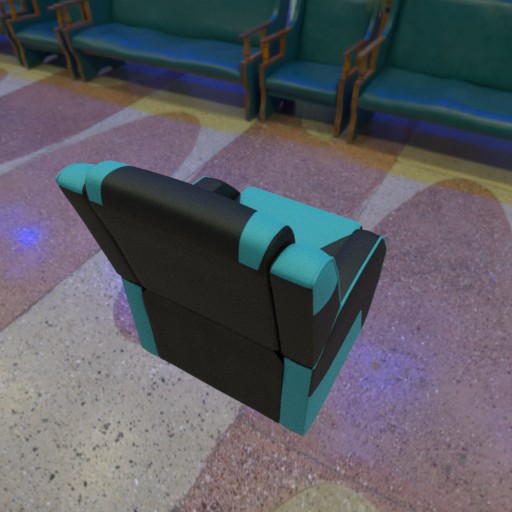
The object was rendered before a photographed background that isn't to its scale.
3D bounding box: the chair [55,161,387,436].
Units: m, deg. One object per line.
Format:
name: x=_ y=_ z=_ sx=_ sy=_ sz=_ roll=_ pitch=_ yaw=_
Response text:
chair: x=0.000 y=0.000 z=1.281 sx=0.620 sy=0.805 sz=0.672 roll=22 pitch=48 yaw=21
